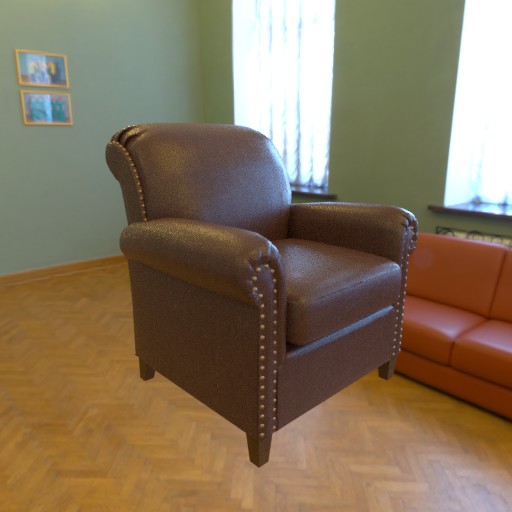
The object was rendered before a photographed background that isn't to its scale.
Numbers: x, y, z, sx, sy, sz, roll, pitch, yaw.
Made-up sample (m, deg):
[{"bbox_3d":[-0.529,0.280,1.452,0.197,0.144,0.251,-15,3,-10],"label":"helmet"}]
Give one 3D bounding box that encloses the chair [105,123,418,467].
[{"bbox_3d":[0.000,0.000,1.588,0.854,0.927,0.890,-13,20,-42],"label":"chair"}]
